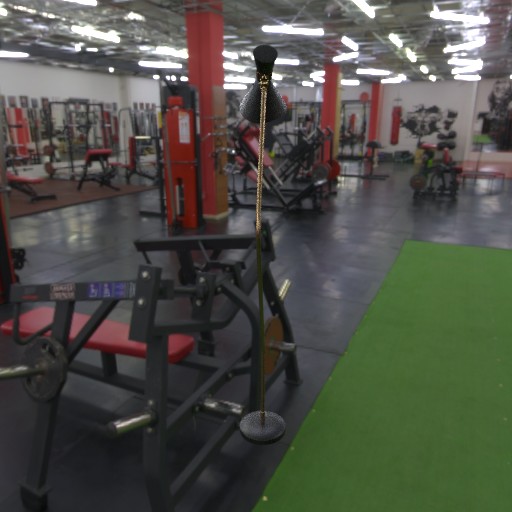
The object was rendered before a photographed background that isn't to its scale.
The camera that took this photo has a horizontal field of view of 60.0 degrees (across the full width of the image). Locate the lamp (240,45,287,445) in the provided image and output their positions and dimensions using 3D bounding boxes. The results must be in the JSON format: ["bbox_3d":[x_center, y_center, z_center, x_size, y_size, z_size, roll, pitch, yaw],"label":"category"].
[{"bbox_3d":[0.000,0.000,1.637,0.277,1.438,0.467,8,18,26],"label":"lamp"}]
